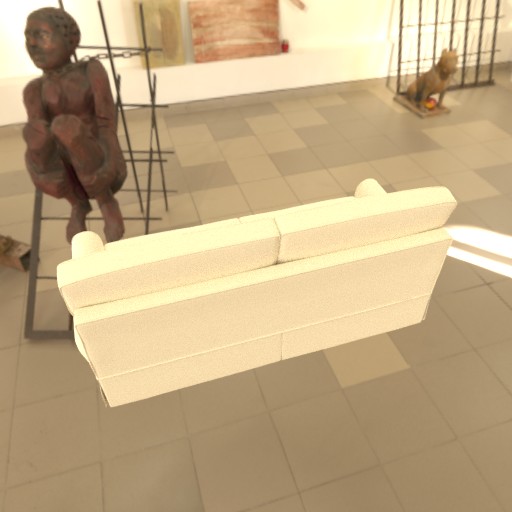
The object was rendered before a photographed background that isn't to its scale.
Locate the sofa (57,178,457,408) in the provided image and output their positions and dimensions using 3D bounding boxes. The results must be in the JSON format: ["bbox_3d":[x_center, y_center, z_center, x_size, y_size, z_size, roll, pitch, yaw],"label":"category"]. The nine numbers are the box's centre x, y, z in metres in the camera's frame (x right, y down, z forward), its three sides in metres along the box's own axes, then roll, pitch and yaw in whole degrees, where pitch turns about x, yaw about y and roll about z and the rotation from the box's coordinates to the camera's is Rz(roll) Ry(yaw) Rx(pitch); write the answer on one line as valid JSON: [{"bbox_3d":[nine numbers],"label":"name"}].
[{"bbox_3d":[0.000,0.000,2.564,2.021,0.937,0.862,-12,43,-13],"label":"sofa"}]
